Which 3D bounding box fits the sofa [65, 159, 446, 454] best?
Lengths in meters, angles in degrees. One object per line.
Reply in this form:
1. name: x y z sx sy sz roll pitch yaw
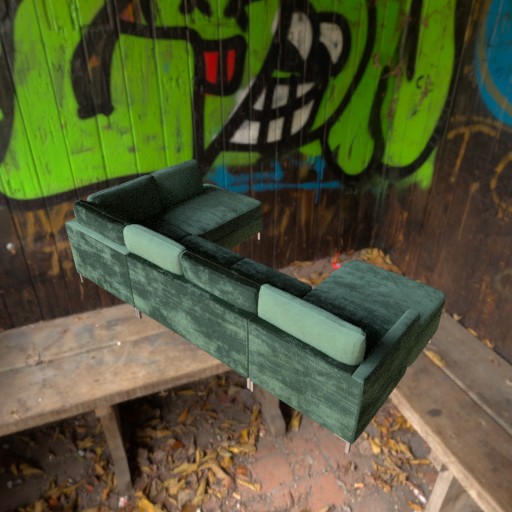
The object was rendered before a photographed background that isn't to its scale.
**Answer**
1. sofa: 0.000 0.000 4.403 3.434 0.992 2.055 23 38 33
